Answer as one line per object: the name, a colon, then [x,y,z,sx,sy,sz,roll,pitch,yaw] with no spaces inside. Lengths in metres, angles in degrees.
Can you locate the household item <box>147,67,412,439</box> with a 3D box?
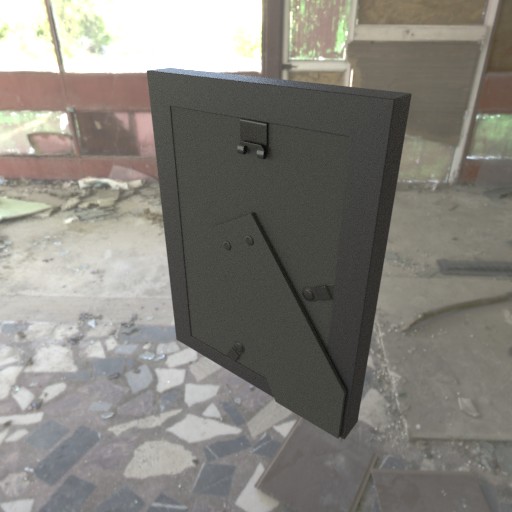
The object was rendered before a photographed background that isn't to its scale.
household item: [0.000,0.000,0.238,0.133,0.178,0.022,21,36,33]
